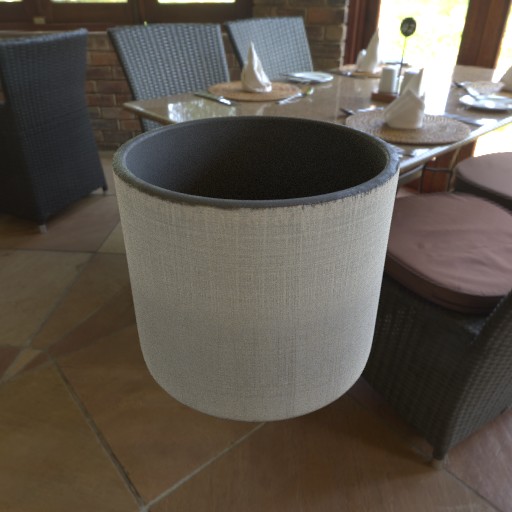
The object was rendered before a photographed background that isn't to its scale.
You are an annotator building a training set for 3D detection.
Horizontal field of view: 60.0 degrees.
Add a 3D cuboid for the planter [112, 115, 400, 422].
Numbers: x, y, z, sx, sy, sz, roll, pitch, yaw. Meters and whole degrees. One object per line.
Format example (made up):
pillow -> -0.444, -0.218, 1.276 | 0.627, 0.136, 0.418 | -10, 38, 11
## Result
planter -> 0.000, 0.000, 0.403 | 0.226, 0.201, 0.226 | 0, 31, 0
